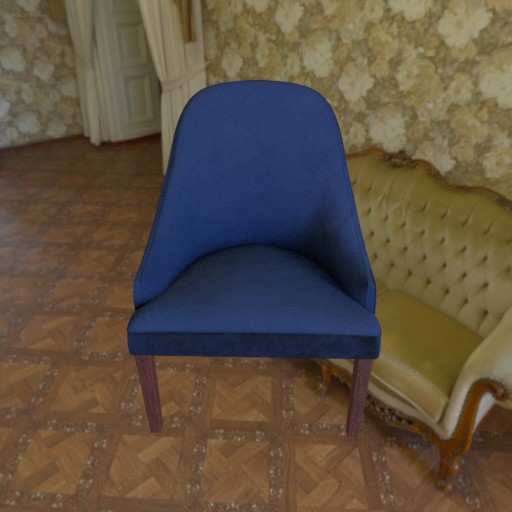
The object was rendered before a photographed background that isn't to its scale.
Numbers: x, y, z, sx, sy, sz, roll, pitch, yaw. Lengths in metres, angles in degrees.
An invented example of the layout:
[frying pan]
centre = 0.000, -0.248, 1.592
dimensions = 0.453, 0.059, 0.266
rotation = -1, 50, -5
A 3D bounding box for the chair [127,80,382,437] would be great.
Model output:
[chair]
centre = 0.000, 0.000, 1.296
dimensions = 0.643, 0.889, 0.575
rotation = 1, 30, 1
